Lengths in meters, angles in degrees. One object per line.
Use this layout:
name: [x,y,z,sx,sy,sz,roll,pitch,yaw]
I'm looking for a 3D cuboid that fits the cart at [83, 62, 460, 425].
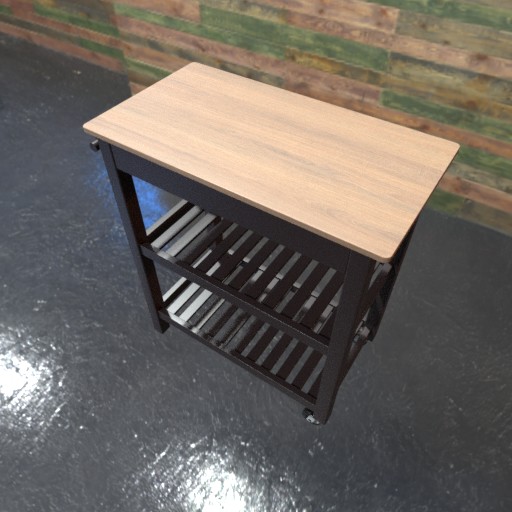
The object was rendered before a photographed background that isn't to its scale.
cart: [0.000,0.000,1.459,0.899,0.927,0.457,26,52,22]
